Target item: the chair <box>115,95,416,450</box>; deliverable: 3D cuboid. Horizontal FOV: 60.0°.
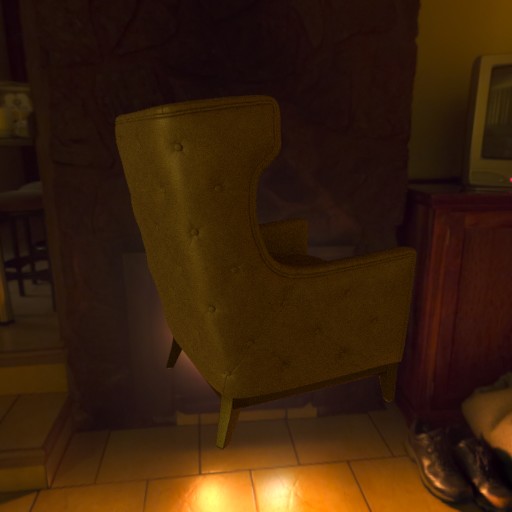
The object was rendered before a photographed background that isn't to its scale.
[{"bbox_3d":[0.000,0.000,1.668,0.899,1.079,0.769,-7,17,-26],"label":"chair"}]
